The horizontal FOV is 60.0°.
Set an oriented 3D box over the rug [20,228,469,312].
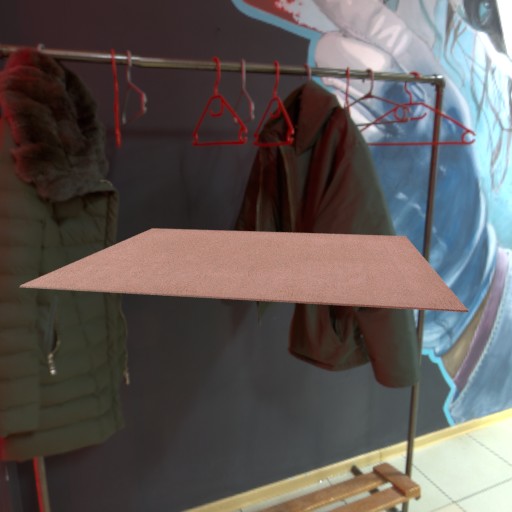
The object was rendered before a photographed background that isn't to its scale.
[{"bbox_3d":[0.000,0.000,3.492,2.584,0.011,2.073,2,14,9],"label":"rug"}]
